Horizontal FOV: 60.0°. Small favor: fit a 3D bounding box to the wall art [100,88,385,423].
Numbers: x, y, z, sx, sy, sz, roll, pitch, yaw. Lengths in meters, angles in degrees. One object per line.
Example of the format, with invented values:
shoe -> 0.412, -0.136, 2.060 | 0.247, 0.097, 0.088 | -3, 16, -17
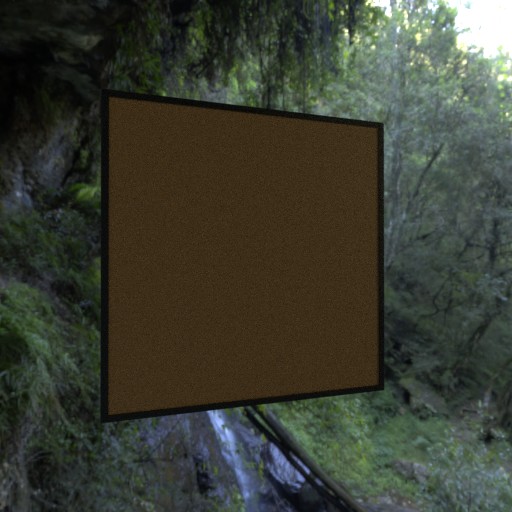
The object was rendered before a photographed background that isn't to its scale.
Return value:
wall art -> 0.000, 0.000, 1.154 | 0.763, 0.763, 0.039 | 0, 0, -20
